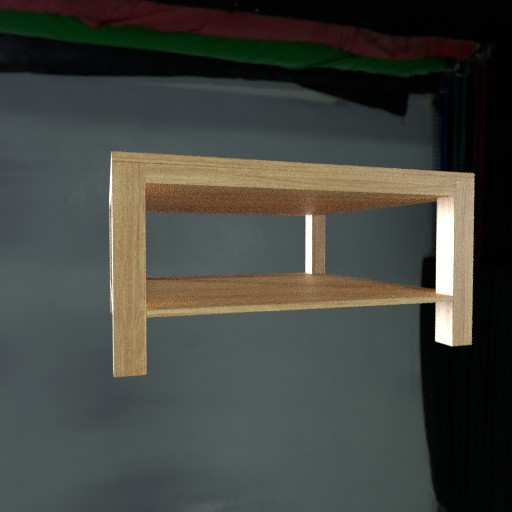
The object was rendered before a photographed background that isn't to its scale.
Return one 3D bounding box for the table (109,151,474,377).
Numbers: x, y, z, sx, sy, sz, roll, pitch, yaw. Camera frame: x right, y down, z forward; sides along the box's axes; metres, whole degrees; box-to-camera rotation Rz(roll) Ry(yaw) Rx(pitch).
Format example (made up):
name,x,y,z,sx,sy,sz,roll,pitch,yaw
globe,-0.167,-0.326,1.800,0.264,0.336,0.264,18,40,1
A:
name,x,y,z,sx,sy,sz,roll,pitch,yaw
table,0.000,0.000,1.447,0.900,0.450,0.900,-1,2,-19
